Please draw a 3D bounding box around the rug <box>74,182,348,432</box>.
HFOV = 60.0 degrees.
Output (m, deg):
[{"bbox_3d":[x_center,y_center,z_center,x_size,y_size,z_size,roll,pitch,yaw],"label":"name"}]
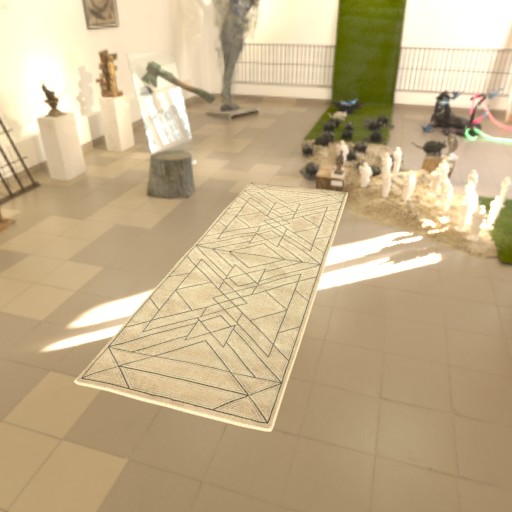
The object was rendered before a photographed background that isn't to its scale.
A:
[{"bbox_3d":[0.000,0.000,2.669,0.831,0.036,2.381,9,31,14],"label":"rug"}]
